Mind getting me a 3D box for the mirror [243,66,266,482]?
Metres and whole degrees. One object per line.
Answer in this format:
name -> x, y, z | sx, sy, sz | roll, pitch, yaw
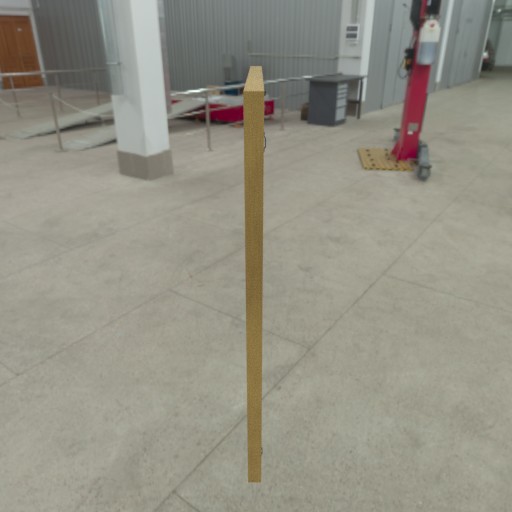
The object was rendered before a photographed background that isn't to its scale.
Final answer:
mirror -> 0.000, 0.000, 1.339 | 0.041, 1.016, 0.762 | 0, 26, 0
